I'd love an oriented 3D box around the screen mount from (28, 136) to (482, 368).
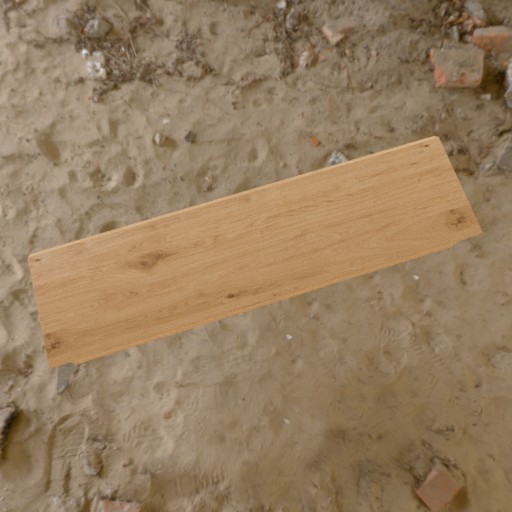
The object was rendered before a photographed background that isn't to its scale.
[{"bbox_3d":[0.000,0.000,1.915,1.700,0.430,0.450,-17,76,-4],"label":"screen mount"}]
